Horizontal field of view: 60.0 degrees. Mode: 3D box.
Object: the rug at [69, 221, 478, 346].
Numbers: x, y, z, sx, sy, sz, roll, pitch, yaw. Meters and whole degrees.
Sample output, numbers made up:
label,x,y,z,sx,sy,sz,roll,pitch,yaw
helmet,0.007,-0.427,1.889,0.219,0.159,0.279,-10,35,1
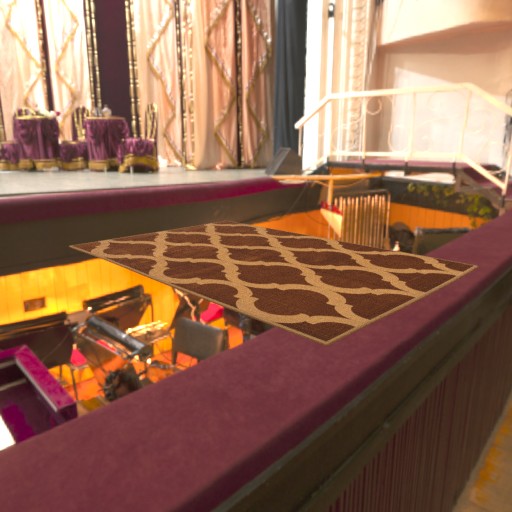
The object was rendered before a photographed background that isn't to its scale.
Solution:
label,x,y,z,sx,sy,sz,roll,pitch,yaw
rug,0.000,0.000,2.922,2.290,0.014,1.526,14,20,43
